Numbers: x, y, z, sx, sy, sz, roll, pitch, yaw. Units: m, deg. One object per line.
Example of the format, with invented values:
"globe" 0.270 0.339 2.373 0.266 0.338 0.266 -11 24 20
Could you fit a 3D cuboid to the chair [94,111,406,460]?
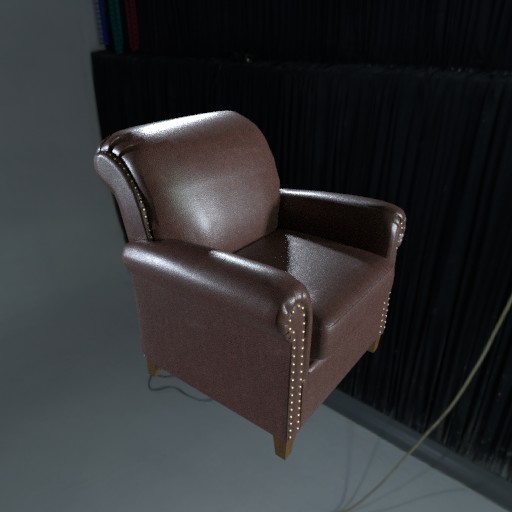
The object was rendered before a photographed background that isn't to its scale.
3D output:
"chair" 0.000 0.000 1.635 0.890 0.927 0.854 19 32 33
